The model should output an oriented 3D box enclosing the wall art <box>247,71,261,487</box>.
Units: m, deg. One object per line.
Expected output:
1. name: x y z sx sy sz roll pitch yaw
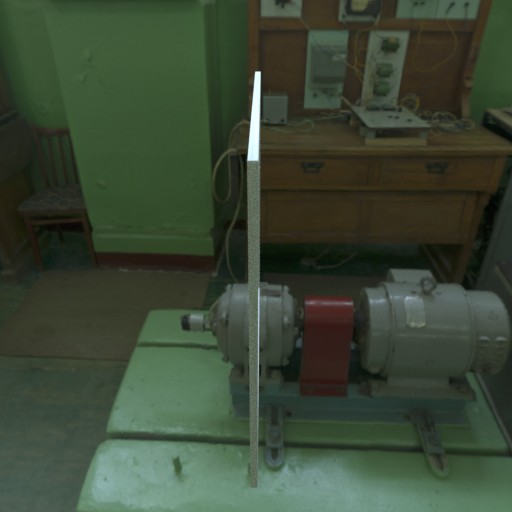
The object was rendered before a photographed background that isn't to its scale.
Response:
1. wall art: 0.000 0.000 0.864 0.013 0.584 0.584 0 31 1
